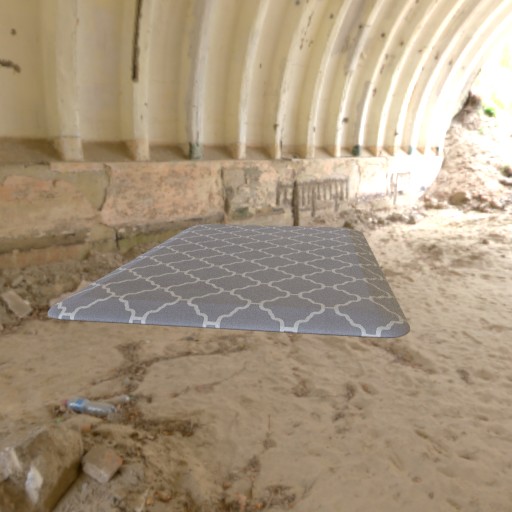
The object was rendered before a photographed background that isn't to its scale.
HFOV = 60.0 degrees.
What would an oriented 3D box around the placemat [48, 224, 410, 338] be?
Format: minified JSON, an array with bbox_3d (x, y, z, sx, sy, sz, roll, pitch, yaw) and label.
[{"bbox_3d":[0.000,0.000,0.946,0.508,0.021,0.762,2,13,8],"label":"placemat"}]
